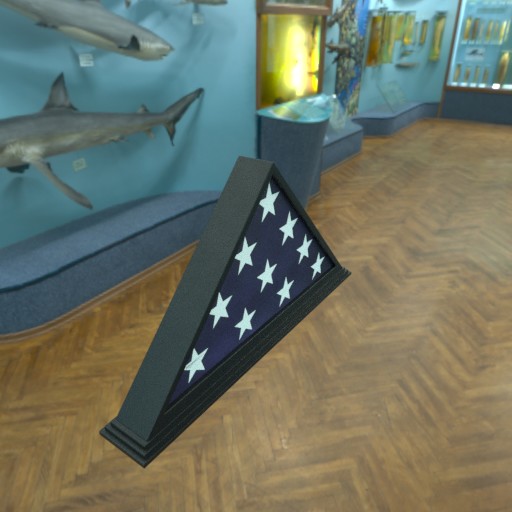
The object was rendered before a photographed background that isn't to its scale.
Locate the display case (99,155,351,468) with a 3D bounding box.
[{"bbox_3d":[0.000,0.000,0.766,0.095,0.340,0.640,19,33,31],"label":"display case"}]
